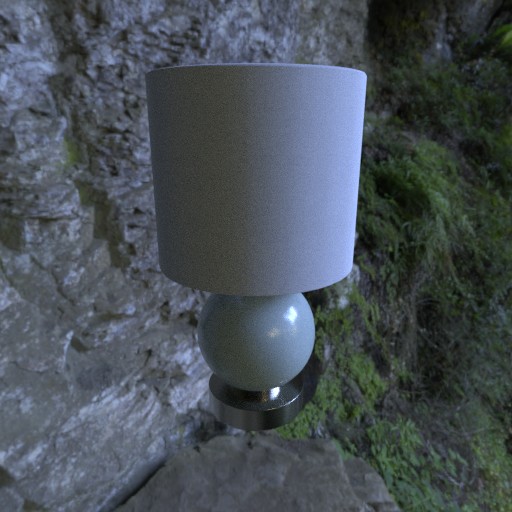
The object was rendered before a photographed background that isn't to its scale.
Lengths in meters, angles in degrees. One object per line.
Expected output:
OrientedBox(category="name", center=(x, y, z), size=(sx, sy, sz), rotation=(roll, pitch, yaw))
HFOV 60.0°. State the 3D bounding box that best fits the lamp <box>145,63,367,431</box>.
OrientedBox(category="lamp", center=(0.000, 0.000, 0.465), size=(0.201, 0.353, 0.201), rotation=(10, 20, 28))
